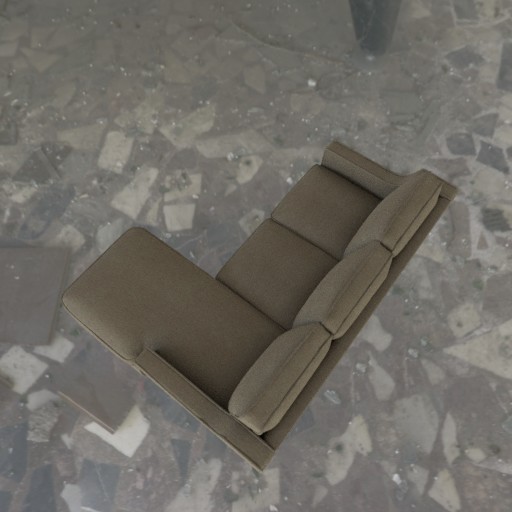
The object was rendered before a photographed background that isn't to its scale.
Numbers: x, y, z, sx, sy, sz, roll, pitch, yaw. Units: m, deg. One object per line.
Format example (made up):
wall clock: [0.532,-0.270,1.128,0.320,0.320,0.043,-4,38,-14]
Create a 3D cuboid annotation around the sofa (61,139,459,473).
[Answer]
sofa: [0.000,0.000,3.285,1.858,1.081,2.317,35,68,16]
